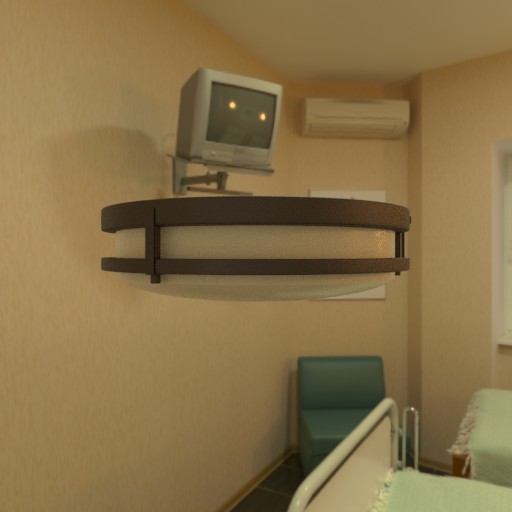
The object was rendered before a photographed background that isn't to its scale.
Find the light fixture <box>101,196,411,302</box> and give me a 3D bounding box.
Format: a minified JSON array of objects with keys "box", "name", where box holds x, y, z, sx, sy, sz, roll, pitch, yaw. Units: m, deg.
[{"box":[0.000,0.000,0.539,0.356,0.102,0.356,0,0,0],"name":"light fixture"}]
